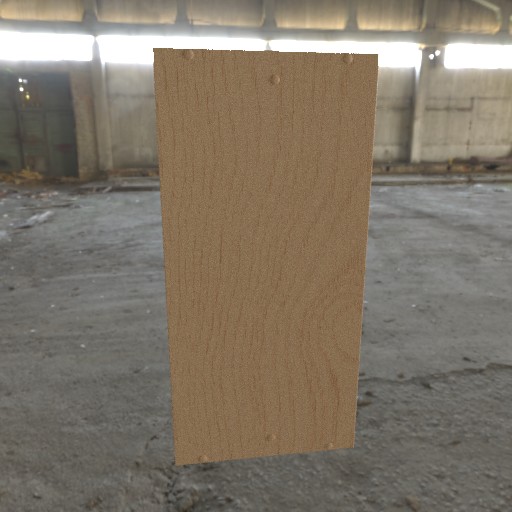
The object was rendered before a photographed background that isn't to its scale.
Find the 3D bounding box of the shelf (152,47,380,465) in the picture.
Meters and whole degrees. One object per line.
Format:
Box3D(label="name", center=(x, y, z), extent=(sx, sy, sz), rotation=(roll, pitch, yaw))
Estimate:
Box3D(label="shelf", center=(0.000, 0.000, 0.752), extent=(0.290, 0.600, 0.250), rotation=(-2, 15, -8))
